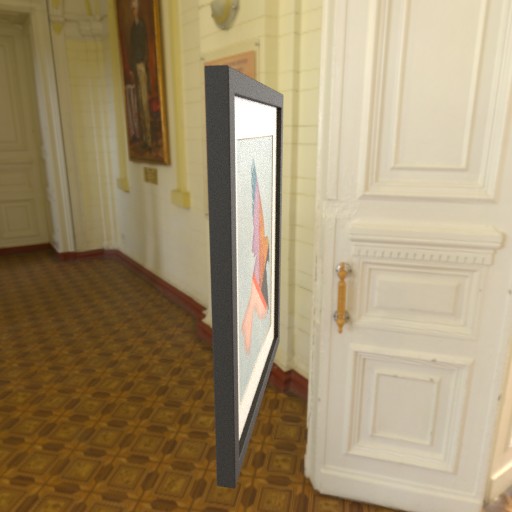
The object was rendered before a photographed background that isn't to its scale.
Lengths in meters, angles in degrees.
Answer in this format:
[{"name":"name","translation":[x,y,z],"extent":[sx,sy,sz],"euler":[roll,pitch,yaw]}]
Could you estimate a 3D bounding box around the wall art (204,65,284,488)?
[{"name":"wall art","translation":[0.000,0.000,0.770],"extent":[0.028,0.558,0.457],"euler":[3,17,10]}]
